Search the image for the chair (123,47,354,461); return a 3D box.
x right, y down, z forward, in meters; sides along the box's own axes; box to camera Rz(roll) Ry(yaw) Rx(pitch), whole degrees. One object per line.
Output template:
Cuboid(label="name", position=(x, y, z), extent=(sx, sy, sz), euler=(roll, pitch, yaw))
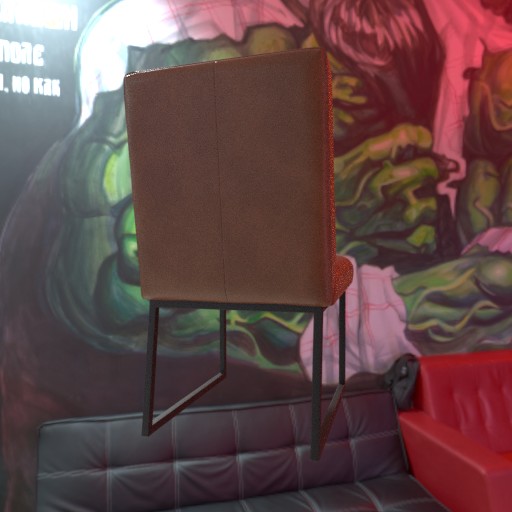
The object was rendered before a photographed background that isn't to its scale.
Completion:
Cuboid(label="chair", position=(0.000, 0.000, 1.318), extent=(0.520, 0.930, 0.634), euler=(0, 1, 18))
